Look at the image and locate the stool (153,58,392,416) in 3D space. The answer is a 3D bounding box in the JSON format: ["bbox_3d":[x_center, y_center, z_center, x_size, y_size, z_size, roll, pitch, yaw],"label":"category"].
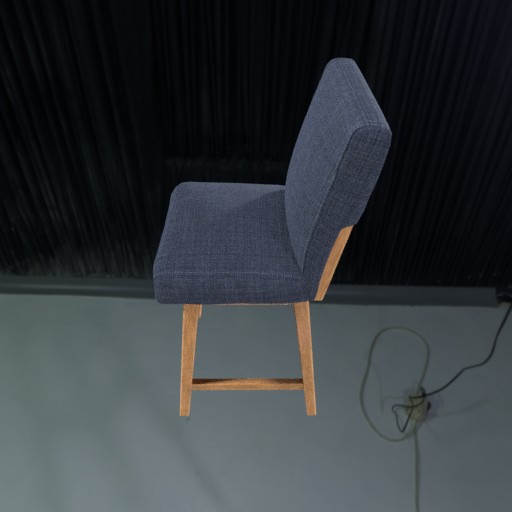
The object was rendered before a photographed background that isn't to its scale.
[{"bbox_3d":[0.000,0.000,1.316,0.526,1.010,0.459,0,41,0],"label":"stool"}]
